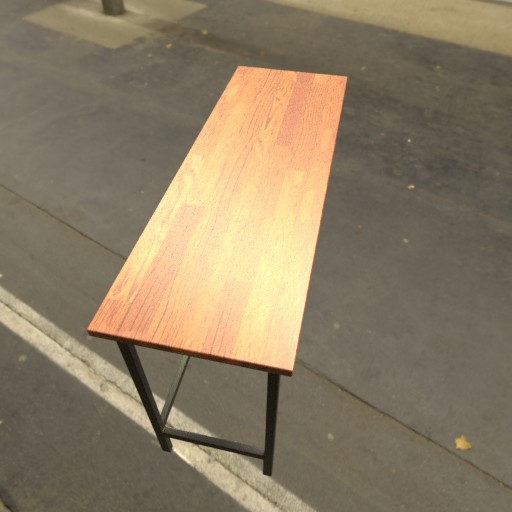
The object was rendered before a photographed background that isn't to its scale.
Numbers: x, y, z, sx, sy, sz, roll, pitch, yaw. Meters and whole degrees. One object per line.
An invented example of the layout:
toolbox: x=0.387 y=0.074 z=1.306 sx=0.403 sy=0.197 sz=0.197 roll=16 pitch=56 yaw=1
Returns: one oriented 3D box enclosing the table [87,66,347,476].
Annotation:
table: x=0.000 y=0.000 z=1.502 sx=0.408 sy=0.740 sz=1.204 roll=9 pitch=48 yaw=9
